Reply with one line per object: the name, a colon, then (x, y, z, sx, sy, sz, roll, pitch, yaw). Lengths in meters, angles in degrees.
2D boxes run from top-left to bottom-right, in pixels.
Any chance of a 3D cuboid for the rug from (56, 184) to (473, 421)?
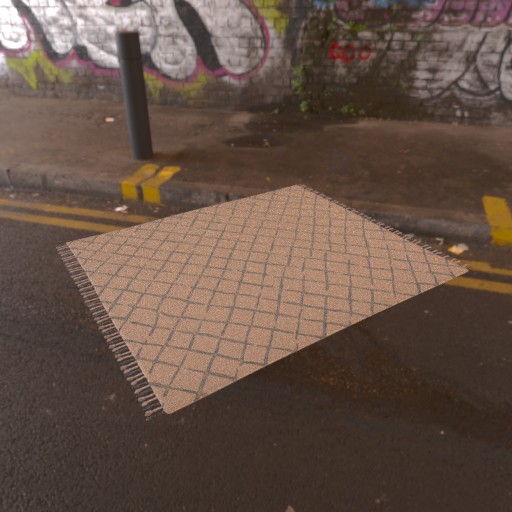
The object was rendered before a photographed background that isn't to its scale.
rug: (0.000, 0.000, 4.809, 3.585, 0.036, 2.892, -18, 35, -28)
